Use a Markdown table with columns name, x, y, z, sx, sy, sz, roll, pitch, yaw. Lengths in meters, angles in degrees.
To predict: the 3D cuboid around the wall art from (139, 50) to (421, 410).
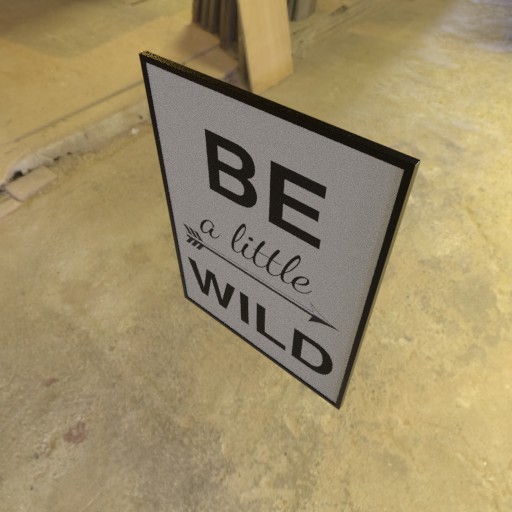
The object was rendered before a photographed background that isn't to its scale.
| name | x | y | z | sx | sy | sz | roll | pitch | yaw |
| --- | --- | --- | --- | --- | --- | --- | --- | --- | --- |
| wall art | 0.000 | 0.000 | 0.772 | 0.442 | 0.582 | 0.013 | 31 | 54 | 26 |
